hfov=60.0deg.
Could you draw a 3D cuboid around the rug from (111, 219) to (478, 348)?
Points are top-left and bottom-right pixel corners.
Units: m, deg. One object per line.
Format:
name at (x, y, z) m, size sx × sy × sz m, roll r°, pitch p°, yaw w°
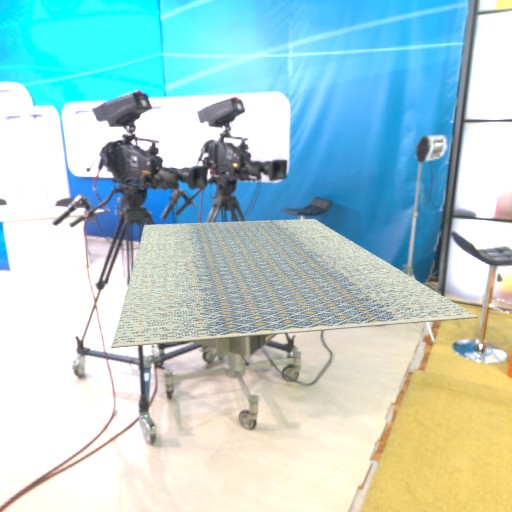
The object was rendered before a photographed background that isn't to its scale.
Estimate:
rug at (0.000, 0.000, 2.288) m, size 1.219 × 0.005 × 1.828 m, roll -3°, pitch 16°, yaw -10°
